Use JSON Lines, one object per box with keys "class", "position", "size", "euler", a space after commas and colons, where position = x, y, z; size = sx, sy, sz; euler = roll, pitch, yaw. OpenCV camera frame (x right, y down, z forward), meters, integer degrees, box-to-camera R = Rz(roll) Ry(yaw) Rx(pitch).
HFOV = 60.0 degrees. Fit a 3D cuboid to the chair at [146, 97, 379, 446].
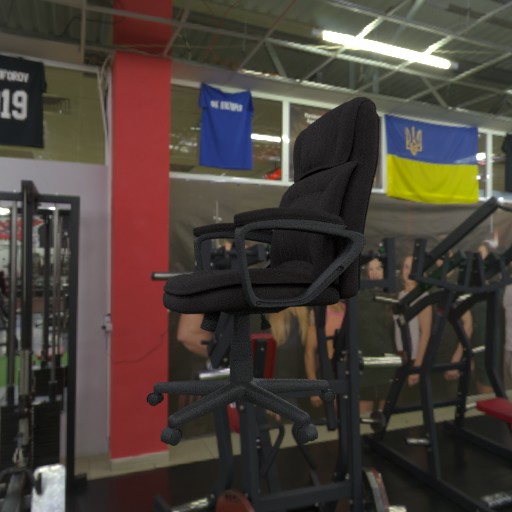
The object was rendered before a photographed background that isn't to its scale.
{"class": "chair", "position": [0.000, 0.000, 1.586], "size": [0.724, 1.105, 0.667], "euler": [0, -1, -20]}
